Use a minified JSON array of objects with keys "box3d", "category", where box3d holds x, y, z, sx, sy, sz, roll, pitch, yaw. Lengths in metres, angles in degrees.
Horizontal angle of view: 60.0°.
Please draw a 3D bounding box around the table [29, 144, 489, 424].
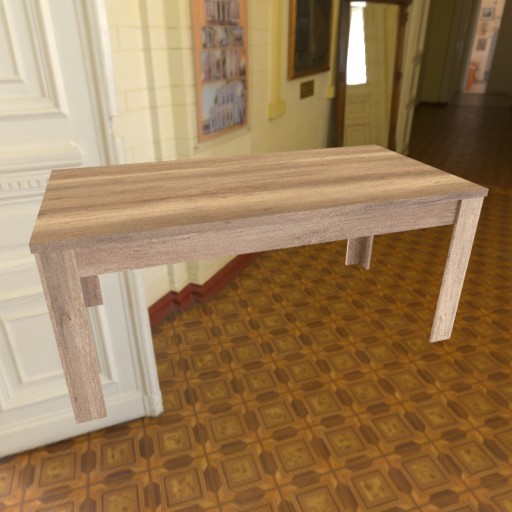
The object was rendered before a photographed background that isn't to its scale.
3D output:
[{"box3d":[0.000,0.000,2.204,1.800,0.790,0.900,-8,28,-16],"category":"table"}]
